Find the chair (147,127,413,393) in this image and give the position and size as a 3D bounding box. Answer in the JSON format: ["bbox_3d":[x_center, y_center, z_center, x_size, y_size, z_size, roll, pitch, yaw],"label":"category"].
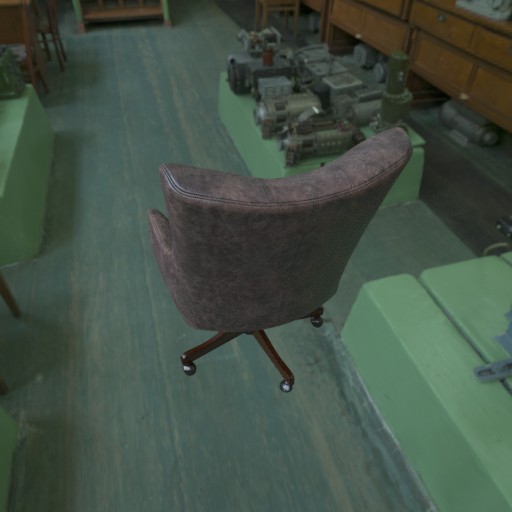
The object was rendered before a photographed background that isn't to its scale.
[{"bbox_3d":[0.000,0.000,1.469,0.641,1.035,0.762,-12,43,-13],"label":"chair"}]
